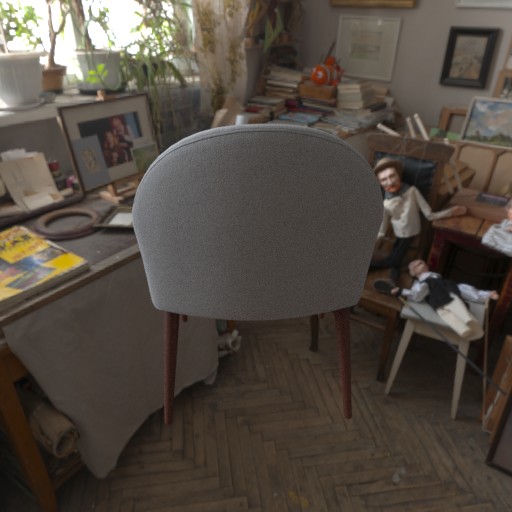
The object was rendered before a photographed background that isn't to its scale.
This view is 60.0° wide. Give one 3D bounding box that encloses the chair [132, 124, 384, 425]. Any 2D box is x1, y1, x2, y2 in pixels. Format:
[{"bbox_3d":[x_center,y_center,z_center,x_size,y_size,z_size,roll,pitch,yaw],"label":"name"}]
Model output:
[{"bbox_3d":[0.000,0.000,1.289,0.610,0.889,0.620,-1,30,-2],"label":"chair"}]
